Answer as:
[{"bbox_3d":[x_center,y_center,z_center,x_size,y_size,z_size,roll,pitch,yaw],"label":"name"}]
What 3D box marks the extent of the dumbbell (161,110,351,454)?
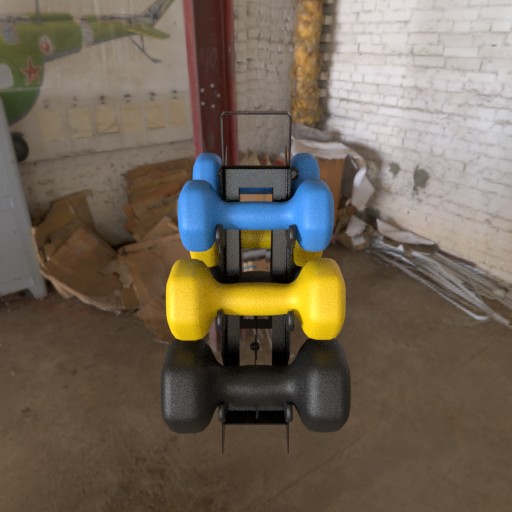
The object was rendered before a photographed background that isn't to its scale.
[{"bbox_3d":[0.000,0.000,0.682,0.255,0.426,0.409,0,27,0],"label":"dumbbell"}]
